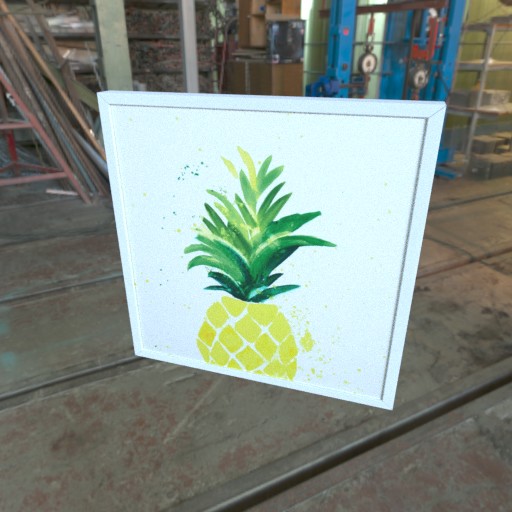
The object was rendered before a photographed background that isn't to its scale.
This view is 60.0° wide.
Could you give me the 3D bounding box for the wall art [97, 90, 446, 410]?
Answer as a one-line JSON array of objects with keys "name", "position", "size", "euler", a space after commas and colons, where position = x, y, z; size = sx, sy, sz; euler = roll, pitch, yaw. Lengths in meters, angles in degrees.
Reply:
[{"name": "wall art", "position": [0.000, 0.000, 0.746], "size": [0.508, 0.507, 0.035], "euler": [8, 27, 16]}]
